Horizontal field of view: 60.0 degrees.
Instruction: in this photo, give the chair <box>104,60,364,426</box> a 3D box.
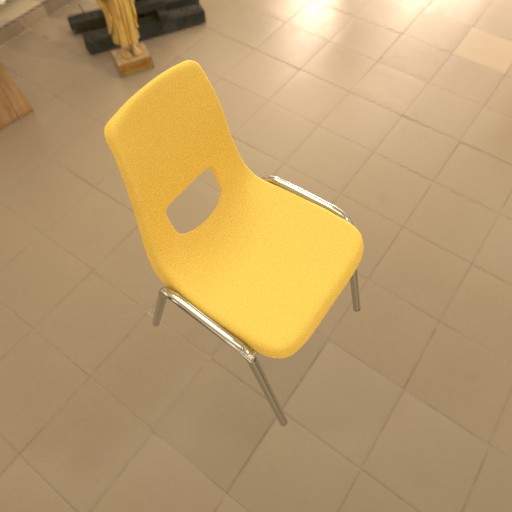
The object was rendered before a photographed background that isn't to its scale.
[{"bbox_3d":[0.000,0.000,0.917,0.436,0.653,0.381,31,64,17],"label":"chair"}]
